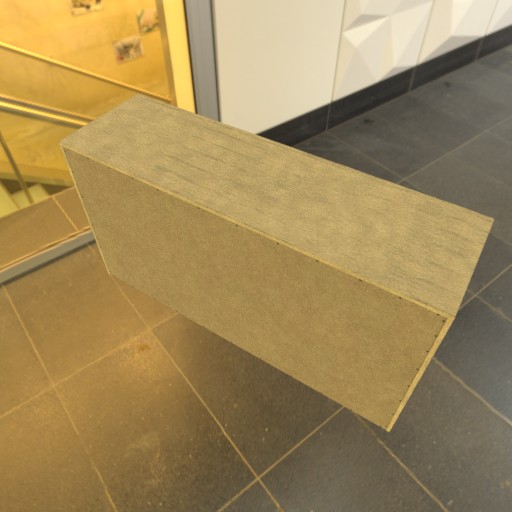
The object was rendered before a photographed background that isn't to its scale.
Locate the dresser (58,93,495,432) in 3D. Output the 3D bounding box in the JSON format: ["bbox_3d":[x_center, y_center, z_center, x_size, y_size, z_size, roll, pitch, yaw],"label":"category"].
[{"bbox_3d":[0.000,0.000,1.998,1.628,0.889,0.483,25,52,21],"label":"dresser"}]
